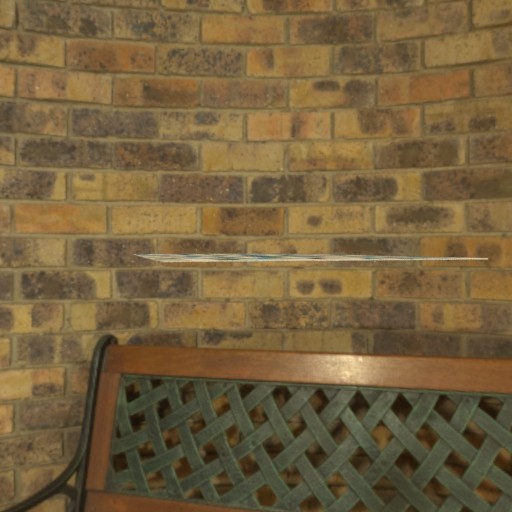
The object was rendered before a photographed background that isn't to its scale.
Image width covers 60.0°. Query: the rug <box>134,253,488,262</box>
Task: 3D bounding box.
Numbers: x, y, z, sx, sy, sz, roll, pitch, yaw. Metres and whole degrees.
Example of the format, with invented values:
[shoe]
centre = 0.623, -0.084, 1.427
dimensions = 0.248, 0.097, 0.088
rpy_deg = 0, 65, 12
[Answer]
[rug]
centre = 0.000, 0.000, 2.994
dimensions = 1.507, 0.007, 2.433
rpy_deg = 0, 1, -18
